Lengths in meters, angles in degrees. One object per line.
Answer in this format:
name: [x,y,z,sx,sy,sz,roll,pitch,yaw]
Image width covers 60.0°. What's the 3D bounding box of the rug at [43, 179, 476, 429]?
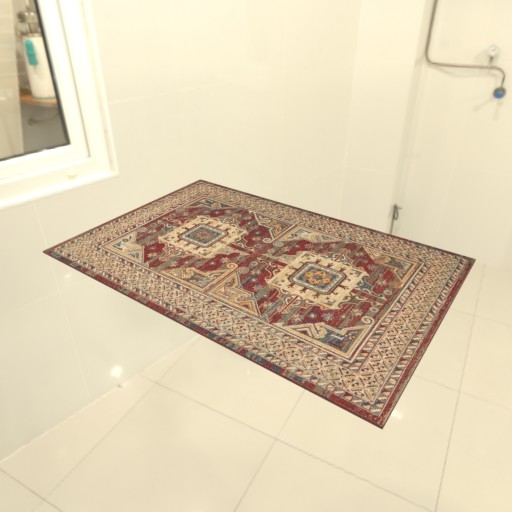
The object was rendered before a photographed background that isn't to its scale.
rug: [0.000,0.000,5.616,4.578,0.033,3.033,20,37,30]
